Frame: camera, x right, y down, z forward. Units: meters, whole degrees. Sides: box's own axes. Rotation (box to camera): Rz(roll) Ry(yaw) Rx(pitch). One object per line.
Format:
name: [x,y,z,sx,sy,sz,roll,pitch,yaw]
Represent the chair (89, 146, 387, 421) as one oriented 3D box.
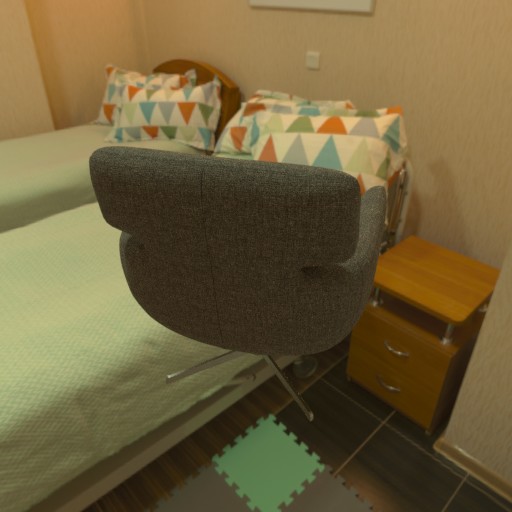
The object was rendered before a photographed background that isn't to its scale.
chair: [0.000,0.000,1.327,0.706,0.812,0.715,9,33,15]
